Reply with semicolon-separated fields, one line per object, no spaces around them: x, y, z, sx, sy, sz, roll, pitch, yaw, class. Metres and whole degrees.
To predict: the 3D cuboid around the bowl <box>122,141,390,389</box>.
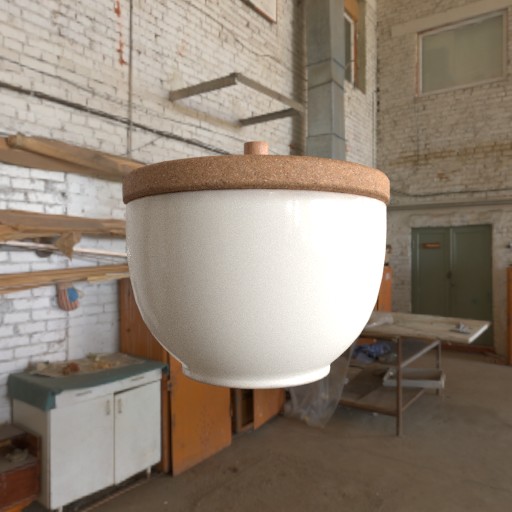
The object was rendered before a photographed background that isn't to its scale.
0.000;0.000;0.218;0.126;0.110;0.126;0;0;0;bowl
